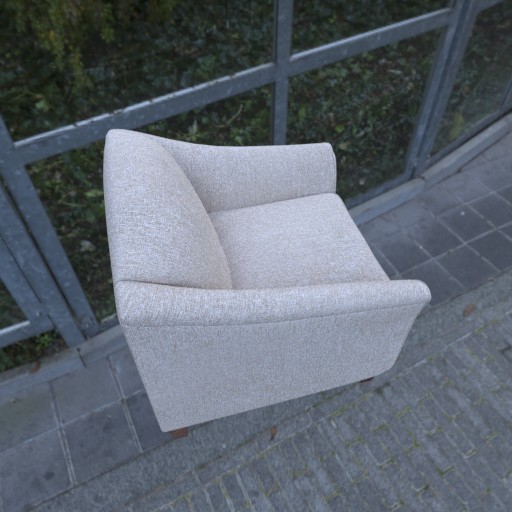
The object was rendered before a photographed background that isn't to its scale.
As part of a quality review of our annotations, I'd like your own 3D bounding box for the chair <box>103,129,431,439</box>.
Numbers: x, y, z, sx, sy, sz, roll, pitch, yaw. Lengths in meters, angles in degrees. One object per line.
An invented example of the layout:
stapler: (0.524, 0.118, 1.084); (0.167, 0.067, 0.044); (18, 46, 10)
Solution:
chair: (0.000, 0.000, 1.433); (0.787, 0.839, 0.763); (-11, 48, -10)
